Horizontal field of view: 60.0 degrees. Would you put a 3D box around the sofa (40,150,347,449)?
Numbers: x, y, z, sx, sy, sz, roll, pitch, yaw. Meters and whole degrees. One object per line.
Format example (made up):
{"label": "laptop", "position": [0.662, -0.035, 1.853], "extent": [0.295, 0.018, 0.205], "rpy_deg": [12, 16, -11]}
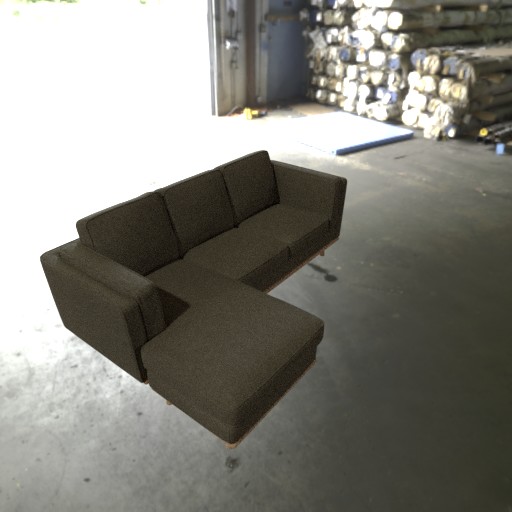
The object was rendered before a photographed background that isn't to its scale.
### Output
{"label": "sofa", "position": [0.000, 0.000, 3.256], "extent": [1.604, 0.929, 2.411], "rpy_deg": [22, 37, 32]}
